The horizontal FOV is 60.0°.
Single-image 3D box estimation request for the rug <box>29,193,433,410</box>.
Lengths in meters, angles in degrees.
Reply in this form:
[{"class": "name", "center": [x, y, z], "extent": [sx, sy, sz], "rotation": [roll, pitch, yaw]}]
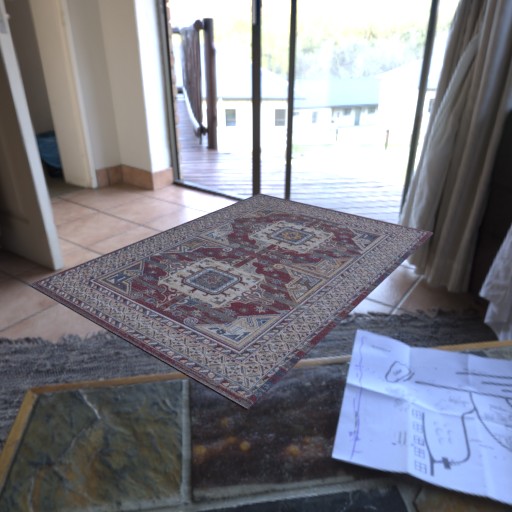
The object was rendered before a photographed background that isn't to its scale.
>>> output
[{"class": "rug", "center": [0.000, 0.000, 2.908], "extent": [1.599, 0.011, 2.210], "rotation": [18, 31, 33]}]
